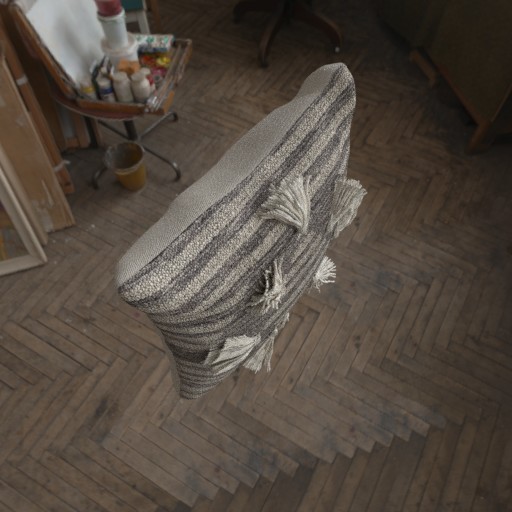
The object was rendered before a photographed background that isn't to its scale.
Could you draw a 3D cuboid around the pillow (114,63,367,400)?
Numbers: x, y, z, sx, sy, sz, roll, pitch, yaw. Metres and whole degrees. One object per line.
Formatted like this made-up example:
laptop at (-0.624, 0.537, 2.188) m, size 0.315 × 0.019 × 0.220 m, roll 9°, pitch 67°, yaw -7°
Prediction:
pillow at (0.000, 0.000, 0.778) m, size 0.234 × 0.490 × 0.484 m, roll 32°, pitch 65°, yaw 17°
